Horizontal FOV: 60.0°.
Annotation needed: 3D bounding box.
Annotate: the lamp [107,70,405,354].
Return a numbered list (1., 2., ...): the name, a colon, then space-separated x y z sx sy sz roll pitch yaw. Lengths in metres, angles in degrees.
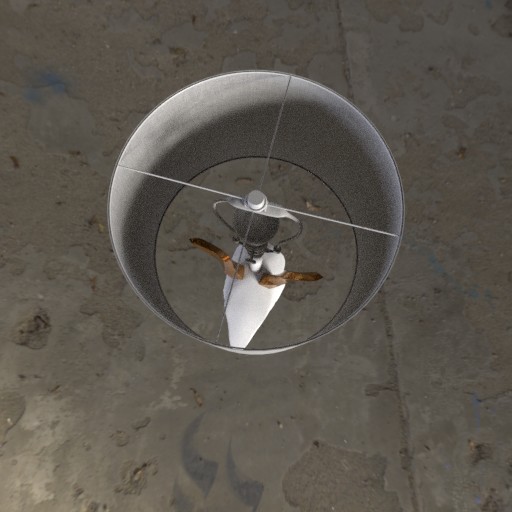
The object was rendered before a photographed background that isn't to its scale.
1. lamp: 0.000 0.000 0.685 0.298 0.503 0.298 15 77 3
